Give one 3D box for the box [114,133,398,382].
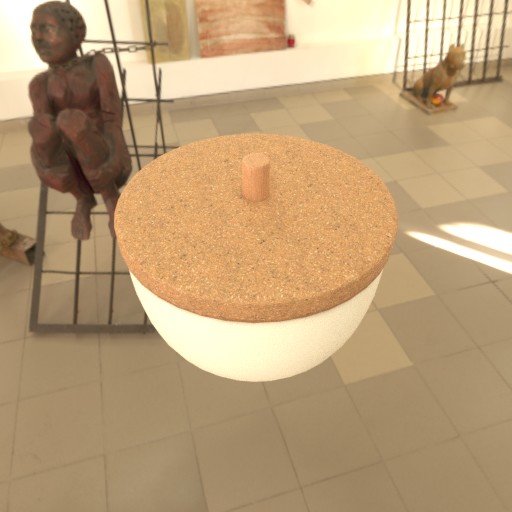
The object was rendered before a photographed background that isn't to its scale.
[{"bbox_3d":[0.000,0.000,0.191,0.107,0.094,0.107,0,43,0],"label":"box"}]
